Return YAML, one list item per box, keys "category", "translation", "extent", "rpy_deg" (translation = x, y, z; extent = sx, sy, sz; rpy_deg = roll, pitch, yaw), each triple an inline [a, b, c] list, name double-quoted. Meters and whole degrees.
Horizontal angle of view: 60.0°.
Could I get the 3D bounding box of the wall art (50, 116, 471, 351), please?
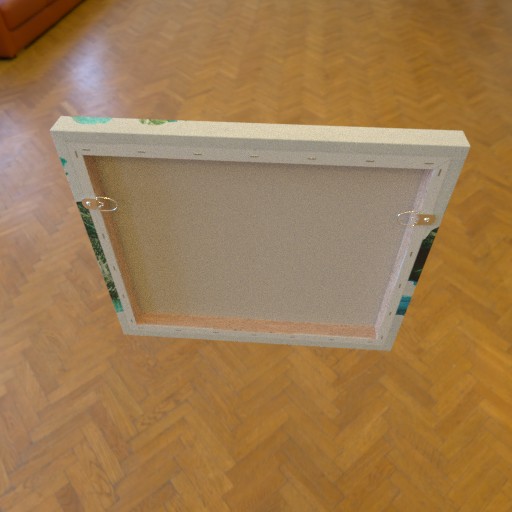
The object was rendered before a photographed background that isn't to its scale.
- category: "wall art"
  translation: [0.000, 0.000, 0.698]
  extent: [0.507, 0.435, 0.041]
  rpy_deg: [3, 45, 3]
